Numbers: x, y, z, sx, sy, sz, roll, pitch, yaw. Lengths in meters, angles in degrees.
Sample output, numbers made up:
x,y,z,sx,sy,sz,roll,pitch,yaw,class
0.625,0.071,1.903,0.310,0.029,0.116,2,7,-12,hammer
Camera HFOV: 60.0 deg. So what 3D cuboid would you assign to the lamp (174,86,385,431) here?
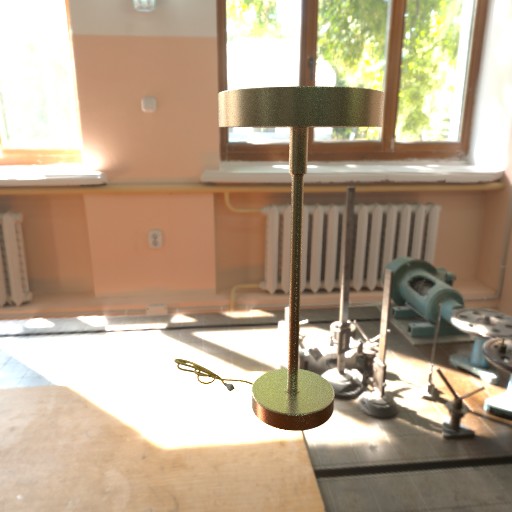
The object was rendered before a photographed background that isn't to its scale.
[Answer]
x,y,z,sx,sy,sz,roll,pitch,yaw,class
0.000,0.000,0.720,0.369,0.508,0.229,9,18,28,lamp
